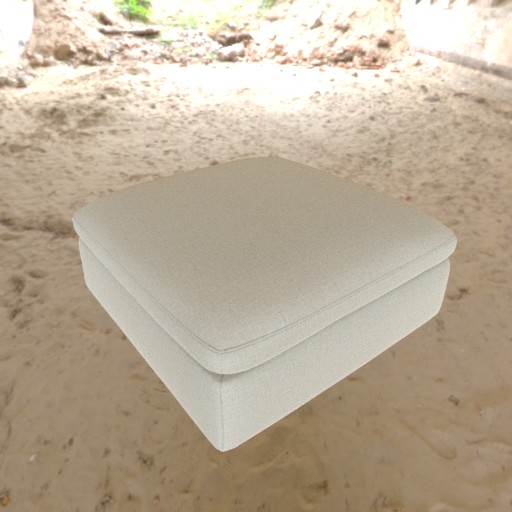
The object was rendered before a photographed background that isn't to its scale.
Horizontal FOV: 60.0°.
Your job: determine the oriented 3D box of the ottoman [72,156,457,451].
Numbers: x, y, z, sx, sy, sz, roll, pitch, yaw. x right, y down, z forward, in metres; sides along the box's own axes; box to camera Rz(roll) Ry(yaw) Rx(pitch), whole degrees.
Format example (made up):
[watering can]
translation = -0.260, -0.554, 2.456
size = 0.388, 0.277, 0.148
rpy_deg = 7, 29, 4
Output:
[ottoman]
translation = 0.000, 0.000, 1.569
size = 0.977, 0.467, 0.996
rpy_deg = -21, 37, -32
